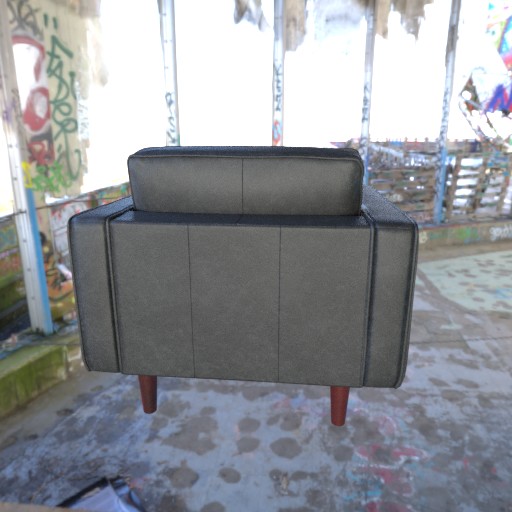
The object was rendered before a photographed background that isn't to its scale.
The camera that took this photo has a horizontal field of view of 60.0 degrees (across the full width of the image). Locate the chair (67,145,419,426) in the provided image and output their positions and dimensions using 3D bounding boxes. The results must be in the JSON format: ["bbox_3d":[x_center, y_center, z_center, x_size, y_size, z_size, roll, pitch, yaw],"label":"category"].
[{"bbox_3d":[0.000,0.000,1.550,0.889,0.763,0.914,2,16,6],"label":"chair"}]
